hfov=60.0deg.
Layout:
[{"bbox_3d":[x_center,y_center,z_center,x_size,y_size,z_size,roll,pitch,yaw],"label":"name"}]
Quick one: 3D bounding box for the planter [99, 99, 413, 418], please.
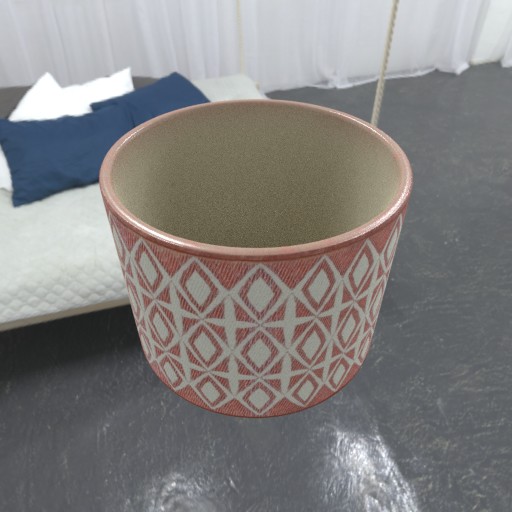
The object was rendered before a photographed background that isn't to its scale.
[{"bbox_3d":[0.000,0.000,0.475,0.273,0.237,0.273,0,41,0],"label":"planter"}]
